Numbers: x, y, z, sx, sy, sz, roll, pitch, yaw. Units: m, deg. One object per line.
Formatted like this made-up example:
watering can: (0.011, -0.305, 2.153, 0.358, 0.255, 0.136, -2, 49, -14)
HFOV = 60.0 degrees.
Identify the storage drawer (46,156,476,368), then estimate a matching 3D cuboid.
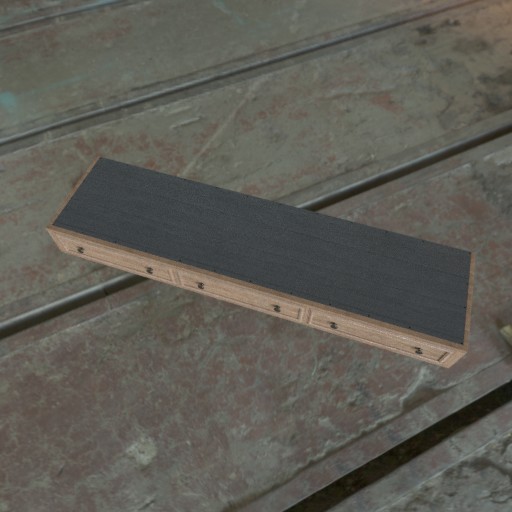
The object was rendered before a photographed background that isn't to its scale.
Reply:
storage drawer: (0.000, 0.000, 2.263, 2.032, 0.264, 0.538, 16, 59, 10)
